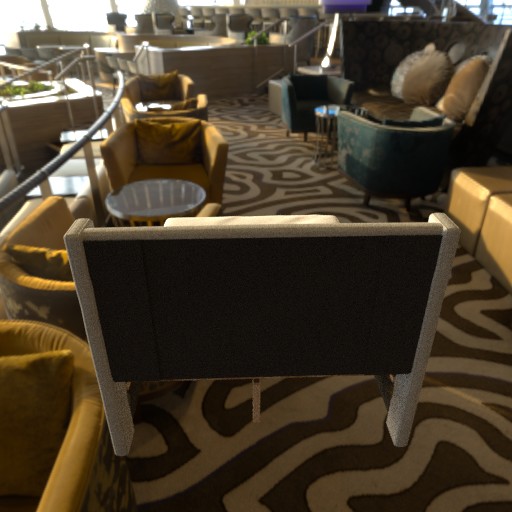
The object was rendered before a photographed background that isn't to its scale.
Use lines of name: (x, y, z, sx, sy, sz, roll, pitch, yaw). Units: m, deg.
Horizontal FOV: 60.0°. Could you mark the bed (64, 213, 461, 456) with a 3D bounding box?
bed: (0.000, 0.000, 3.286, 1.774, 1.491, 2.222, -1, 29, -2)
